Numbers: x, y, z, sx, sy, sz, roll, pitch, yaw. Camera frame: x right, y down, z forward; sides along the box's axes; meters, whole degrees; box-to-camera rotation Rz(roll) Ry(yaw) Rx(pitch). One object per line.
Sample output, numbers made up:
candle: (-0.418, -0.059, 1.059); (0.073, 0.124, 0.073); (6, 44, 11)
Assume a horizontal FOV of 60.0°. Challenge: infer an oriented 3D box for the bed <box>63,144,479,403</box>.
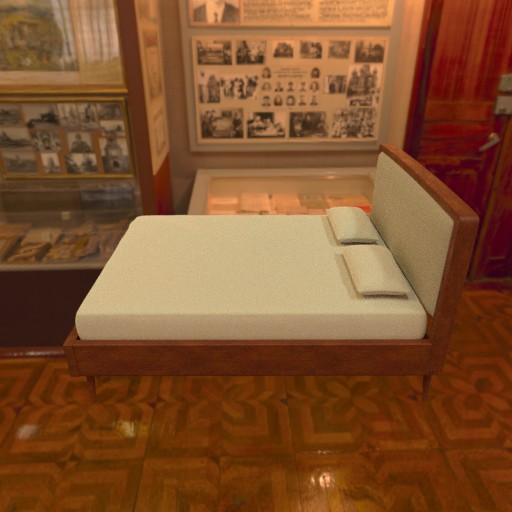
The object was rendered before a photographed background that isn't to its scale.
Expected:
bed: (0.000, 0.000, 3.150); (2.196, 1.275, 1.587); (0, 27, 0)
